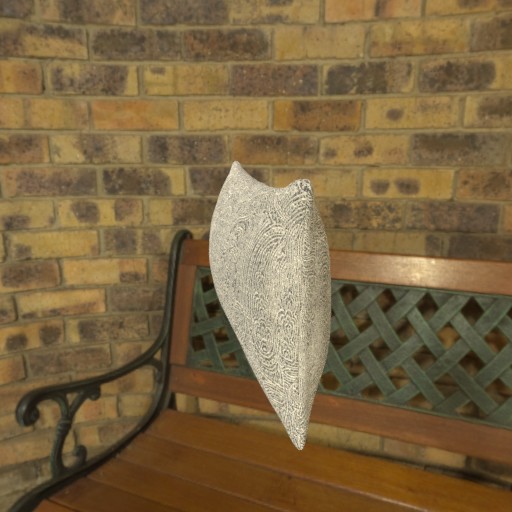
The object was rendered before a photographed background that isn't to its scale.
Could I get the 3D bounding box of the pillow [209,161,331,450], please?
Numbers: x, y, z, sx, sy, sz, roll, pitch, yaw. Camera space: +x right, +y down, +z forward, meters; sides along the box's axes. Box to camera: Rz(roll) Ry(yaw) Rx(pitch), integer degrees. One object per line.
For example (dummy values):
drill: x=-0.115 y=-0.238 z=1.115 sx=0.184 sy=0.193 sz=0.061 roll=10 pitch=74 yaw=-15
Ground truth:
pillow: x=0.000 y=0.000 z=0.739 sx=0.151 sy=0.295 sz=0.615 roll=-2 pitch=14 yaw=-9
